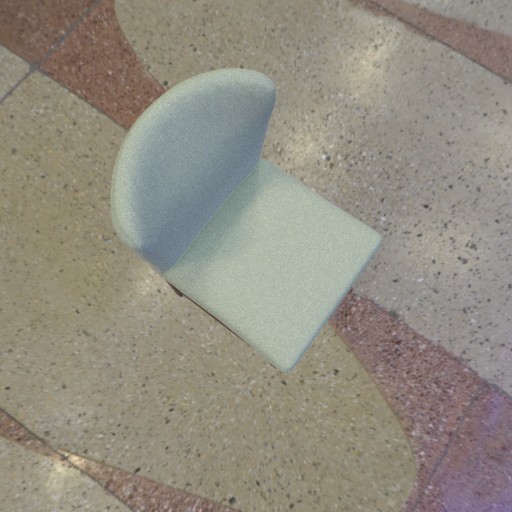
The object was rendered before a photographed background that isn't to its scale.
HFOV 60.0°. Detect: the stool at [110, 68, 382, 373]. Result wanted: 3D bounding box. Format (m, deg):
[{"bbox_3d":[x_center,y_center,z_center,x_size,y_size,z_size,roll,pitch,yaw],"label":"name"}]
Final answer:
[{"bbox_3d":[0.000,0.000,1.369,0.568,1.069,0.479,36,78,9],"label":"stool"}]
